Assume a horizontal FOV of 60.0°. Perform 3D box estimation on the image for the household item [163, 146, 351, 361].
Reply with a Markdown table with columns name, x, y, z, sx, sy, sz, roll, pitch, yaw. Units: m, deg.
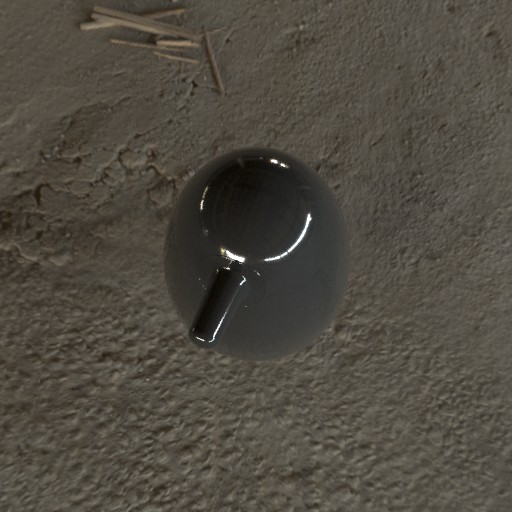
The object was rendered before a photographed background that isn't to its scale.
| name | x | y | z | sx | sy | sz | roll | pitch | yaw |
| --- | --- | --- | --- | --- | --- | --- | --- | --- | --- |
| household item | 0.000 | 0.000 | 0.220 | 0.102 | 0.152 | 0.104 | 21 | 76 | 5 |
